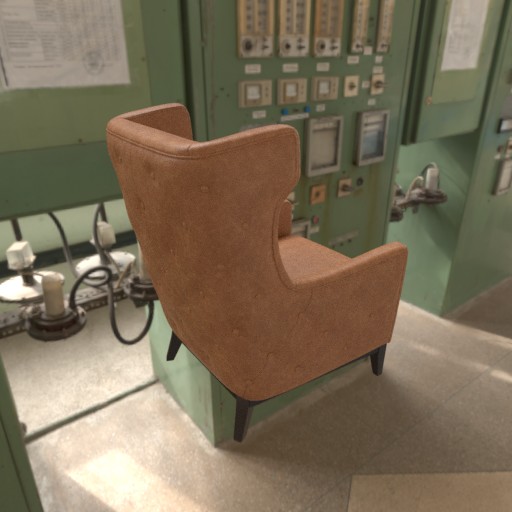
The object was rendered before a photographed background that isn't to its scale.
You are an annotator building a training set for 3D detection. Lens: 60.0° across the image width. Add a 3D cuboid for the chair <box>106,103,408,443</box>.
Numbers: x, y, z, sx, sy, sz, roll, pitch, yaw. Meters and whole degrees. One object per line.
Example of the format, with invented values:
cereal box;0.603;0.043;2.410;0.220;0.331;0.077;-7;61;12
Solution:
chair;0.000;0.000;1.702;0.899;1.079;0.766;-17;30;-32
